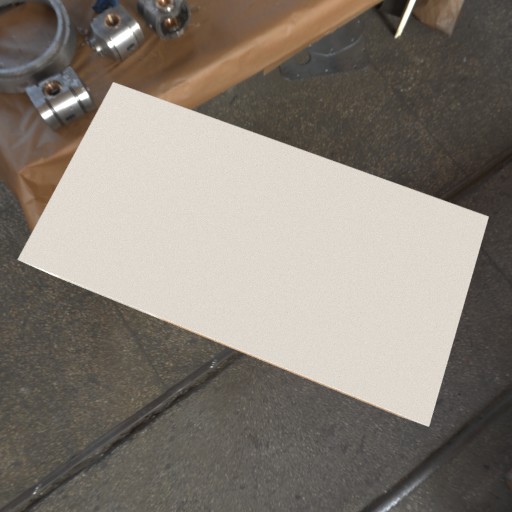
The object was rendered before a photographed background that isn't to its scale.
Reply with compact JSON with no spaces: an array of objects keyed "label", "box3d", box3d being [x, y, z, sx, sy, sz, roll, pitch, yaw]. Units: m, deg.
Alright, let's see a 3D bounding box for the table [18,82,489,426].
[{"label":"table","box3d":[0.000,0.000,1.464,1.194,0.432,0.609,21,77,5]}]
